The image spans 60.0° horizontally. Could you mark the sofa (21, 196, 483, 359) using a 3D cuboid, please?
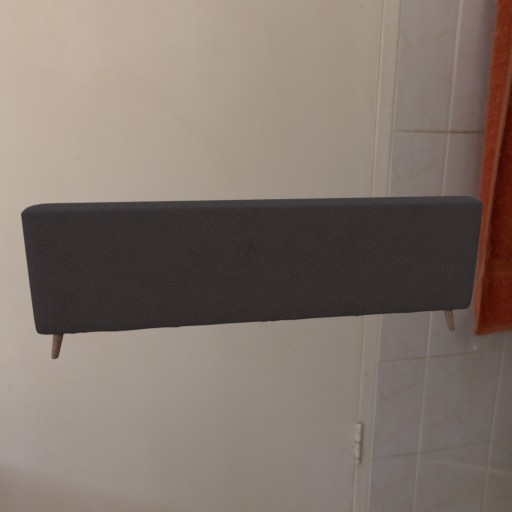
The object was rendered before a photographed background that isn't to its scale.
[{"bbox_3d":[0.000,0.000,2.561,2.190,0.740,0.900,-2,14,-9],"label":"sofa"}]
